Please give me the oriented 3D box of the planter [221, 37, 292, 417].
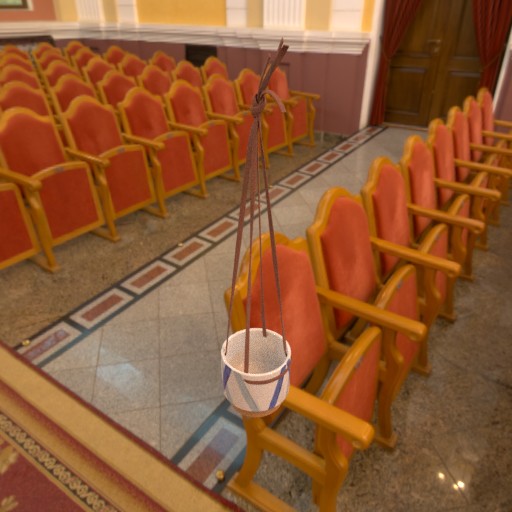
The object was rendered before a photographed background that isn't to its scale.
[{"bbox_3d":[0.000,0.000,0.844,0.157,0.753,0.153,19,35,29],"label":"planter"}]
